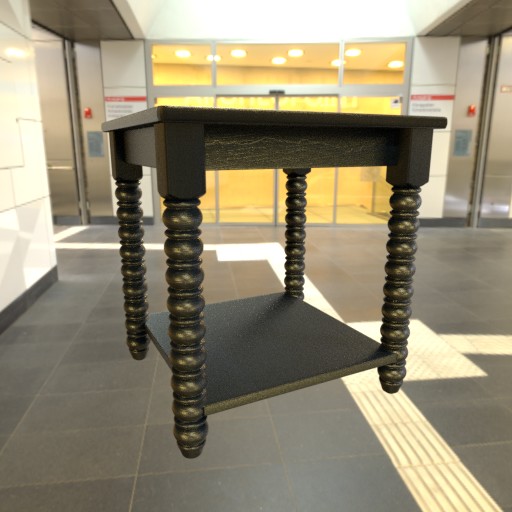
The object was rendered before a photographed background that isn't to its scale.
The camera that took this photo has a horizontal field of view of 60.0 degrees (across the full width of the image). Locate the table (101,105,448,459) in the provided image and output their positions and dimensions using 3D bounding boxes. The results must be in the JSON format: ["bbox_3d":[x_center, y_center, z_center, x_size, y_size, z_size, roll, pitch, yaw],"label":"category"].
[{"bbox_3d":[0.000,0.000,0.966,0.533,0.567,0.500,-7,15,-26],"label":"table"}]
